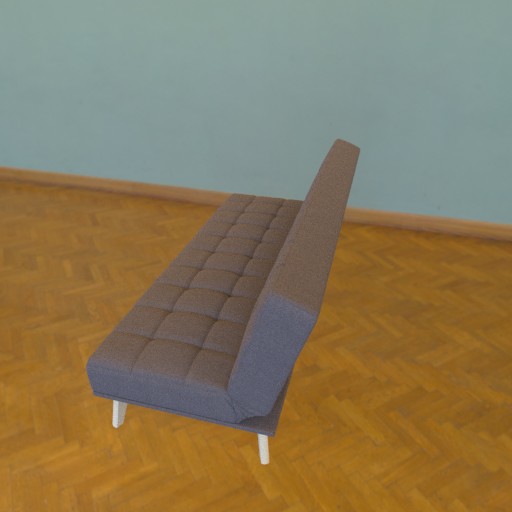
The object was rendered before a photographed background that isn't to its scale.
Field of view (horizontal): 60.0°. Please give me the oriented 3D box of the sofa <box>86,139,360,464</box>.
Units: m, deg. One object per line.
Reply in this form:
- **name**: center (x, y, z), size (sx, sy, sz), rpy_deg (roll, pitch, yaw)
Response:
- **sofa**: center (0.000, 0.000, 2.281), size (0.860, 0.810, 1.800), rpy_deg (8, 31, 13)
